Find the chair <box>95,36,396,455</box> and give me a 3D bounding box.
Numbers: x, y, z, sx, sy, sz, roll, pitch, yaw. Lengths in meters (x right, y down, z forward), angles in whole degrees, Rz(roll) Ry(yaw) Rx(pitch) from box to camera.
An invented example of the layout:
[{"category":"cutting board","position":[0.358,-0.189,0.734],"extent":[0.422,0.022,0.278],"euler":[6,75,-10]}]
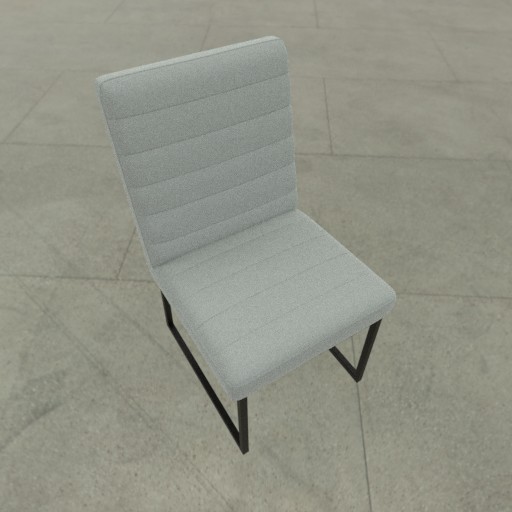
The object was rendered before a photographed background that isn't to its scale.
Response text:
[{"category":"chair","position":[0.000,0.000,1.250],"extent":[0.520,0.930,0.634],"euler":[-24,50,-22]}]
